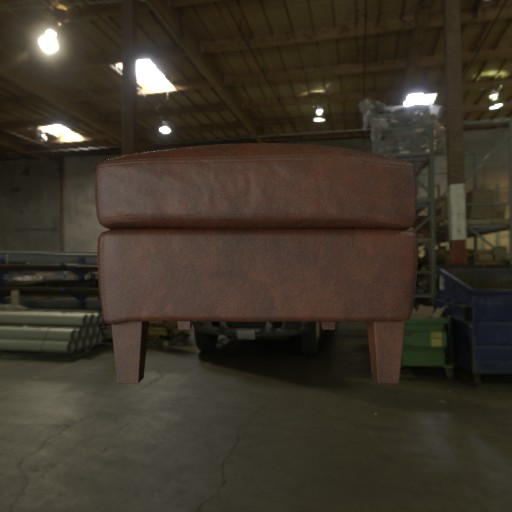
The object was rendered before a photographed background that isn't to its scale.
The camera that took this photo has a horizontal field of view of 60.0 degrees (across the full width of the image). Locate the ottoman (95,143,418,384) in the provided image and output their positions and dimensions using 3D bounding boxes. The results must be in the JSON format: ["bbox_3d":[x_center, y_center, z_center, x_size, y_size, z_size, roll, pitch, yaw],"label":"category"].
[{"bbox_3d":[0.000,0.000,1.281,0.659,0.527,0.887,0,-1,0],"label":"ottoman"}]
